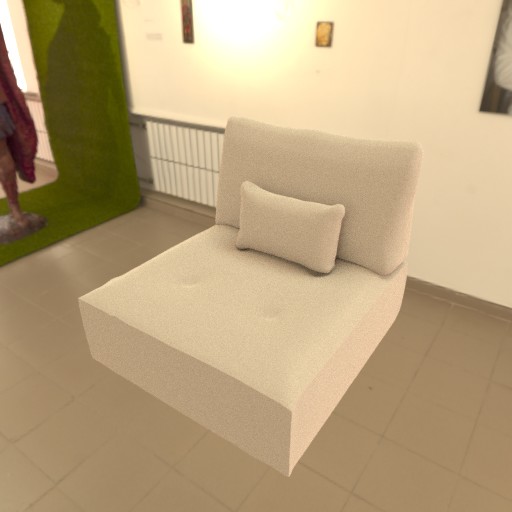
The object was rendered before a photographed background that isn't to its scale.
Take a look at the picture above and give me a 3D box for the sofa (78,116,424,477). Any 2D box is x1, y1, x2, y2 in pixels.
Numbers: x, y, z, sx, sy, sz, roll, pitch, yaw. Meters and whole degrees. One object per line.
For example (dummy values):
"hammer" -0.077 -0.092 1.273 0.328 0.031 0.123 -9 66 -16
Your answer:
"sofa" 0.000 0.000 1.728 0.935 0.828 1.000 18 34 30
